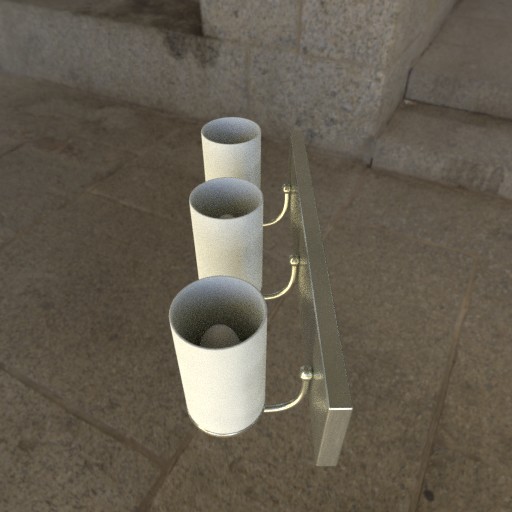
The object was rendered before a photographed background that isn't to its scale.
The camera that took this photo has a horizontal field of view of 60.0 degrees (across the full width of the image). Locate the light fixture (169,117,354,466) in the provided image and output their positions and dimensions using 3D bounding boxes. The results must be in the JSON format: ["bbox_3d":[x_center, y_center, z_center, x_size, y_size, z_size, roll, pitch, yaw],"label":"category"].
[{"bbox_3d":[0.000,0.000,0.534,0.145,0.172,0.451,0,42,0],"label":"light fixture"}]
